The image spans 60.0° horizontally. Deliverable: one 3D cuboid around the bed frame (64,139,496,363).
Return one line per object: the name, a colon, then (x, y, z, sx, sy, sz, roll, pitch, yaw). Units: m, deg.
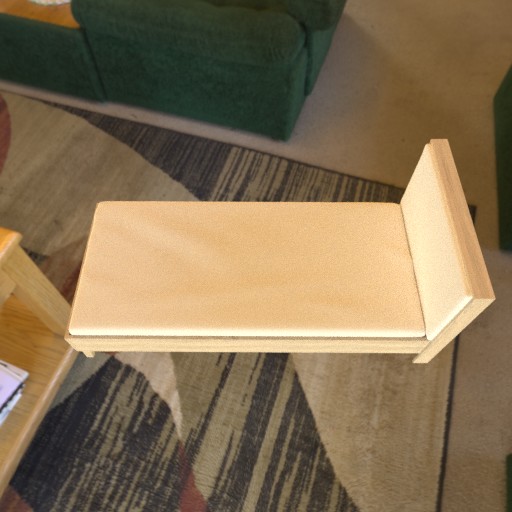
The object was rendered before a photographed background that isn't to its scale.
bed frame: (0.000, 0.000, 2.627, 2.140, 0.920, 0.990, 0, 59, 0)
